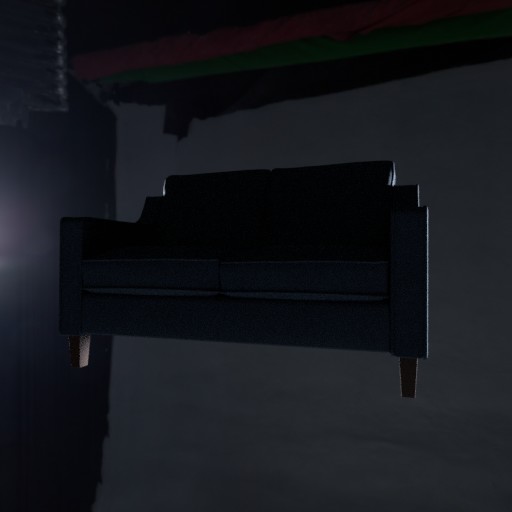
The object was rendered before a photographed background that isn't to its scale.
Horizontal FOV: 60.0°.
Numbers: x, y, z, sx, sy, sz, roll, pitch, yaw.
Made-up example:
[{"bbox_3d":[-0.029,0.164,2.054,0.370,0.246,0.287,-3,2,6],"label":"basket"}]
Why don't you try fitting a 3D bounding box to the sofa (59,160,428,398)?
[{"bbox_3d":[0.000,0.000,2.143,1.501,0.971,0.987,0,0,17],"label":"sofa"}]
